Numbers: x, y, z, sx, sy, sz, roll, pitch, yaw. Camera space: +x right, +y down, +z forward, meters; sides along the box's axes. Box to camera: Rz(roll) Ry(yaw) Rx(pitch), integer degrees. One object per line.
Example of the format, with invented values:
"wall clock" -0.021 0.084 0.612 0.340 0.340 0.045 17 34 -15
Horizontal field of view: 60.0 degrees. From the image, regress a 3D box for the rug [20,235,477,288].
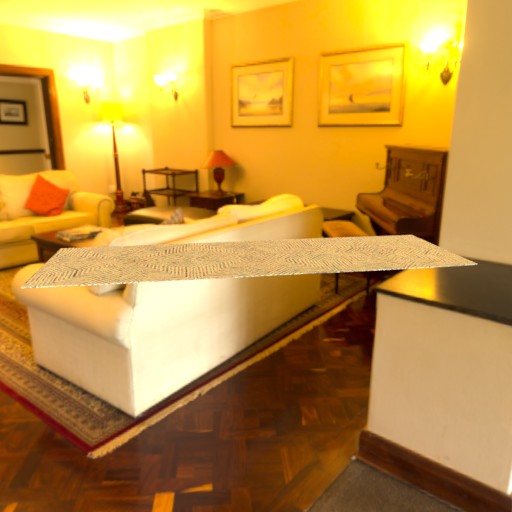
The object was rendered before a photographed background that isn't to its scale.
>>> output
"rug" 0.000 0.000 2.699 2.443 0.009 0.771 -3 16 -9
